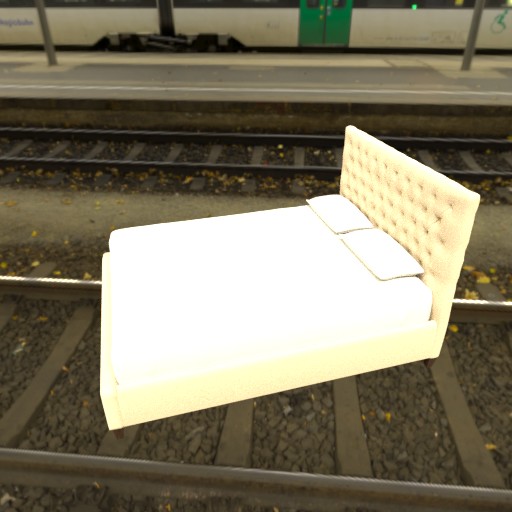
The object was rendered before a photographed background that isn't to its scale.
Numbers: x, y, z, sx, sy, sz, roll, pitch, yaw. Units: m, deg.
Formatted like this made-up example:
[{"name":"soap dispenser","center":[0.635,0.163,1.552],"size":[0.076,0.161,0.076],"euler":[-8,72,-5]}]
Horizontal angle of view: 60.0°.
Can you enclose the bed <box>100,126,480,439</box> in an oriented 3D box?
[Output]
[{"name":"bed","center":[0.000,0.000,3.422],"size":[2.387,1.427,1.698],"euler":[-8,32,-14]}]
